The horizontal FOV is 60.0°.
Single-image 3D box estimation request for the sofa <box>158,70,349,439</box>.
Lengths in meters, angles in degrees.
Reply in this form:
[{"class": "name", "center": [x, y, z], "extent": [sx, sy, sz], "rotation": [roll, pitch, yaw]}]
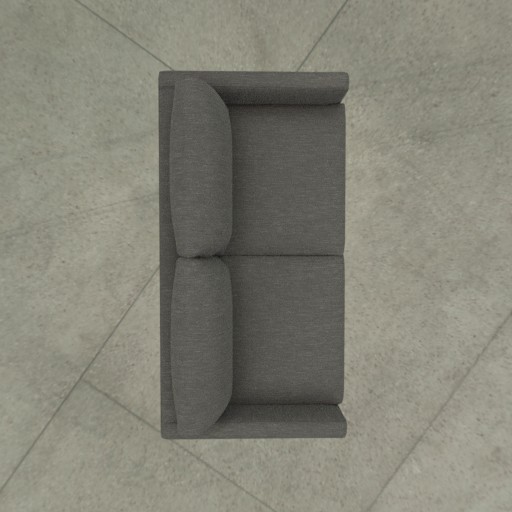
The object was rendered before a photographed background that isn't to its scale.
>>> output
[{"class": "sofa", "center": [0.000, 0.000, 2.188], "extent": [0.875, 0.840, 1.682], "rotation": [0, 92, -1]}]
